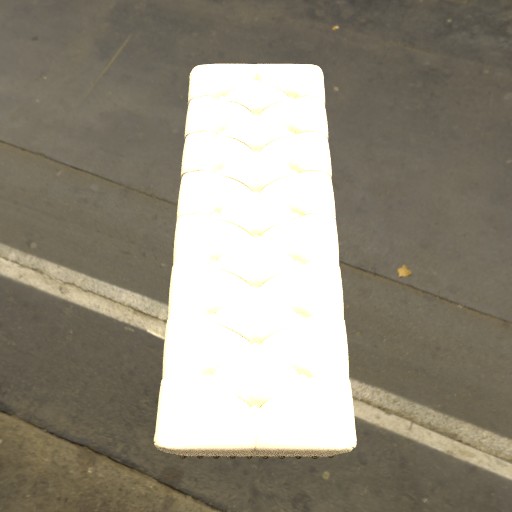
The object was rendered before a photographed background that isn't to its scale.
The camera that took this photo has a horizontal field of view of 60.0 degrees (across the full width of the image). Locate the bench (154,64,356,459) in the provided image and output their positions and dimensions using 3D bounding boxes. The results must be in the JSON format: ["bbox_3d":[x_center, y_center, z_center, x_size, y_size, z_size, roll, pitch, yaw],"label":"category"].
[{"bbox_3d":[0.000,0.000,1.266,0.400,0.470,1.054,0,63,0],"label":"bench"}]
